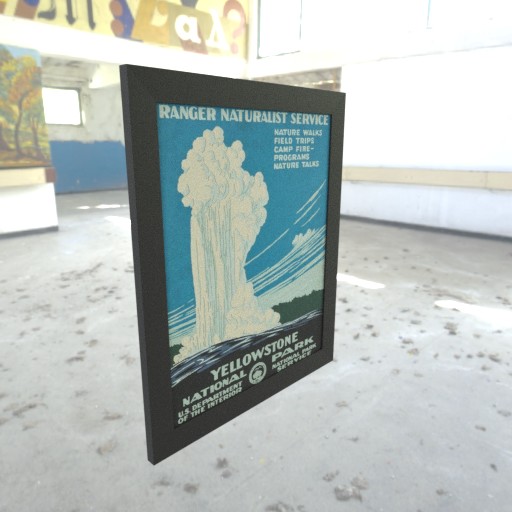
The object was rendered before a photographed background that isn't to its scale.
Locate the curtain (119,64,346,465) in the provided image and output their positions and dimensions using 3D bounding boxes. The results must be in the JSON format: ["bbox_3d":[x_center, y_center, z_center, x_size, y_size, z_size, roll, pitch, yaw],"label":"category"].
[{"bbox_3d":[0.000,0.000,0.796,0.027,0.585,0.483,14,20,43],"label":"curtain"}]
